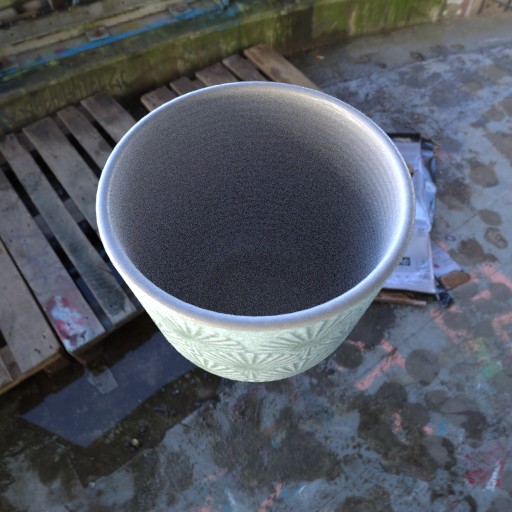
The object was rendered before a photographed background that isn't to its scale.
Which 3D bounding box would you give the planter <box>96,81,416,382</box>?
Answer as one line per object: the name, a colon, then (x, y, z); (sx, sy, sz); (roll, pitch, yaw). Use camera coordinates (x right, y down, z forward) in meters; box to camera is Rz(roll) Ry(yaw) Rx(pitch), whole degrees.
planter: (0.000, 0.000, 0.301); (0.170, 0.152, 0.170); (0, 58, 0)
